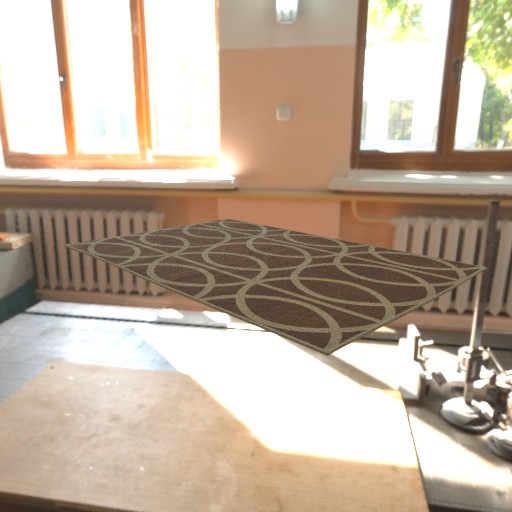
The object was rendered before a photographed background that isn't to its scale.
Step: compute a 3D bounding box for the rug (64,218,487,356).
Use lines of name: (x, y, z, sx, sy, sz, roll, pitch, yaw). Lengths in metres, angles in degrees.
rug: (0.000, 0.000, 2.828, 1.526, 0.014, 2.290, -14, 20, -43)
